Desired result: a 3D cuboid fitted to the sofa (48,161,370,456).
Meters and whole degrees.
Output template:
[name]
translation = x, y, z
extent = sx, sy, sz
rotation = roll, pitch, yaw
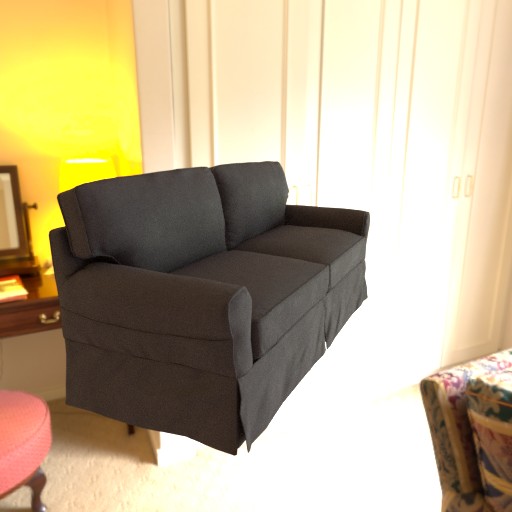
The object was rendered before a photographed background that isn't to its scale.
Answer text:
[sofa]
translation = 0.000, 0.000, 2.770
extent = 0.983, 1.094, 2.256
rotation = 8, 17, 26
